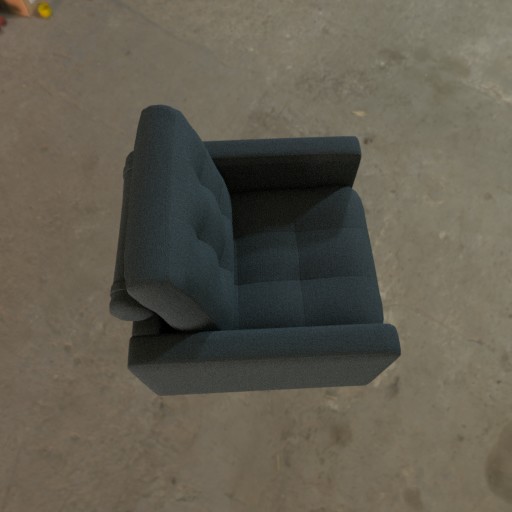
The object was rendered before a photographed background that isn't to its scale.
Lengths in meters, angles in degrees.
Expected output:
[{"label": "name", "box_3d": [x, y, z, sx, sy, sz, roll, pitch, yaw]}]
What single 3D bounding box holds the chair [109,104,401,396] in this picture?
[{"label": "chair", "box_3d": [0.000, 0.000, 1.540, 0.843, 0.880, 0.821, -3, 63, -1]}]
